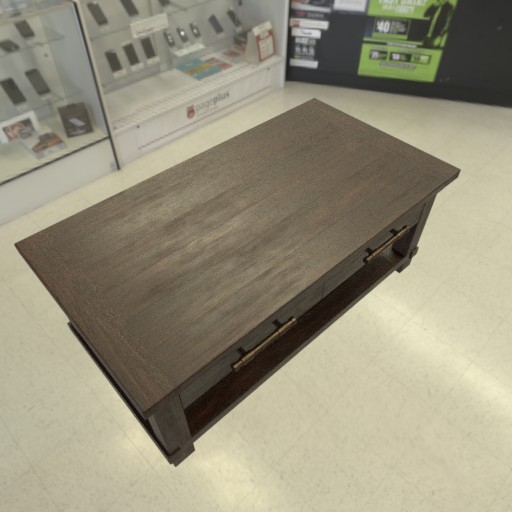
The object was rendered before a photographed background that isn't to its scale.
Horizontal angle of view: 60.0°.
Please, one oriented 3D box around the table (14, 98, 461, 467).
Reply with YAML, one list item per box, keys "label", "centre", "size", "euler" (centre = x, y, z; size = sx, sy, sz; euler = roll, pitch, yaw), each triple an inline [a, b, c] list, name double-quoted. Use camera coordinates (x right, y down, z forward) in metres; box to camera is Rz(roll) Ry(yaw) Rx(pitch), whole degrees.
- label: "table"
  centre: [0.000, 0.000, 1.571]
  size: [1.270, 0.494, 0.700]
  euler: [-34, 55, -27]
